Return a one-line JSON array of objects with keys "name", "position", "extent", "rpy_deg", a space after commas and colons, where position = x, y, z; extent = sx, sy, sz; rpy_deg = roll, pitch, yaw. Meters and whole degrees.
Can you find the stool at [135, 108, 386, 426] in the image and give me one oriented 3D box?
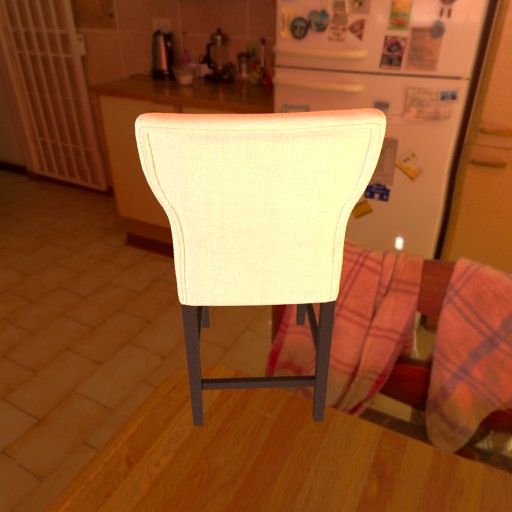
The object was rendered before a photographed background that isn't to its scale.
[{"name": "stool", "position": [0.000, 0.000, 1.340], "extent": [0.514, 0.972, 0.603], "rpy_deg": [-1, 31, -2]}]
